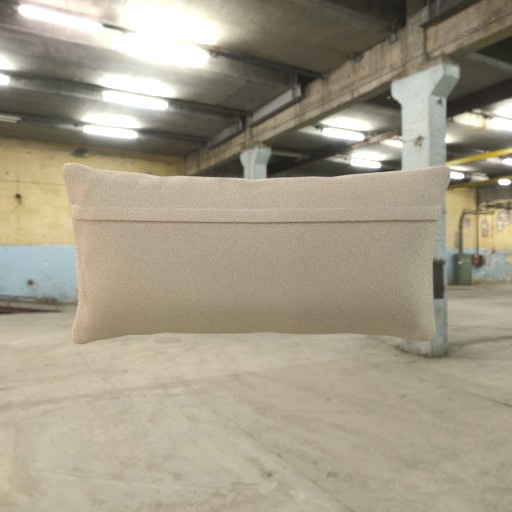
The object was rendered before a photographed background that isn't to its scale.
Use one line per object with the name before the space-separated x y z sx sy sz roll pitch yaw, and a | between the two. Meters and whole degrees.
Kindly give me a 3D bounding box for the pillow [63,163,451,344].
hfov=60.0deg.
pillow | 0.000 0.000 0.717 0.609 0.292 0.155 0 -1 0
